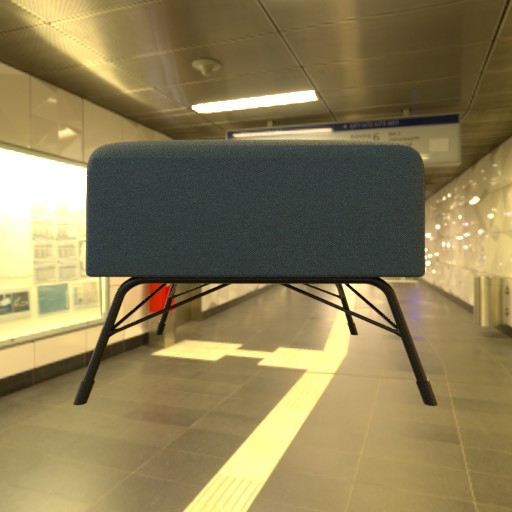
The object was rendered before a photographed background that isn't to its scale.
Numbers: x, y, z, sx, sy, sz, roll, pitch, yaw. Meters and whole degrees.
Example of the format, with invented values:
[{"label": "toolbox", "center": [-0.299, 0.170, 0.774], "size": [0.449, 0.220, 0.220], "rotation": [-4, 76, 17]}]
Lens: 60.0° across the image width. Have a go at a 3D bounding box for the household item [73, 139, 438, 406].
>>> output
[{"label": "household item", "center": [0.000, 0.000, 0.897], "size": [0.530, 0.420, 0.530], "rotation": [0, 1, 0]}]
